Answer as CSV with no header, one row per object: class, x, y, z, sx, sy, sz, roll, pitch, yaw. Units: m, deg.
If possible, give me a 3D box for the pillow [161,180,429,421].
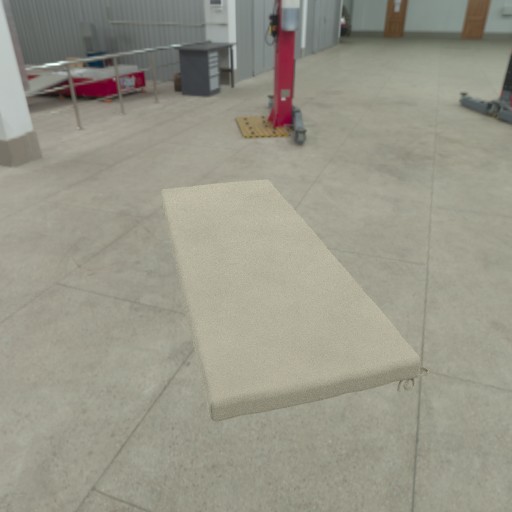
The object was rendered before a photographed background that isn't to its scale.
pillow,0.000,0.000,1.369,0.492,0.081,1.187,-8,30,-13
